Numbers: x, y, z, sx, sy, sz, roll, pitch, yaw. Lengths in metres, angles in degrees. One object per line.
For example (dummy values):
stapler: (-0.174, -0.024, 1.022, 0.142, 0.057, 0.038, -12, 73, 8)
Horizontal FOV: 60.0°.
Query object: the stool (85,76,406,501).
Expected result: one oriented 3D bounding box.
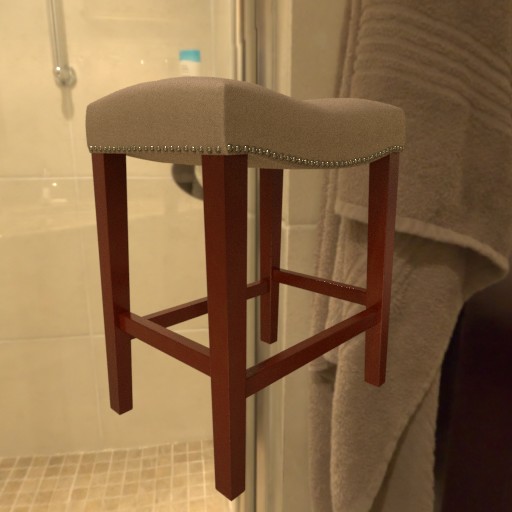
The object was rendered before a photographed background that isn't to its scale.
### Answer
stool: (0.000, 0.000, 0.904, 0.375, 0.632, 0.509, 13, 19, 42)
